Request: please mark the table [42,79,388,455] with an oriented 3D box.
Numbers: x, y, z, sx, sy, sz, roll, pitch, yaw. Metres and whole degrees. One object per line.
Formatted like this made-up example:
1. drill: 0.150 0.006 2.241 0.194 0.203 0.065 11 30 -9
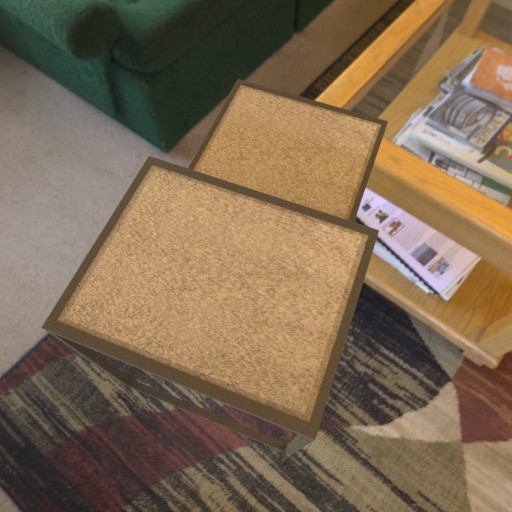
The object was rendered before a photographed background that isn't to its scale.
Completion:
1. table: 0.000 0.000 1.147 0.508 0.540 0.788 19 65 9
